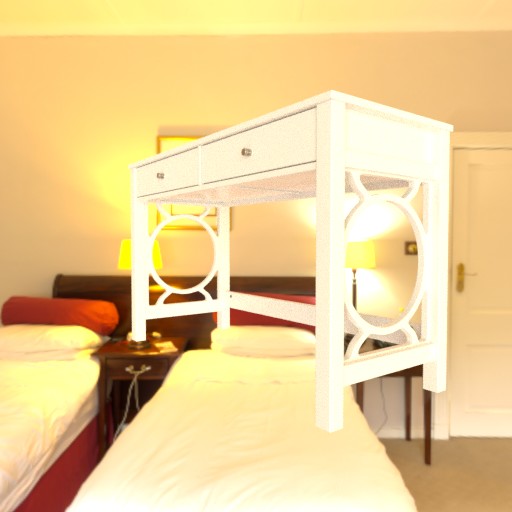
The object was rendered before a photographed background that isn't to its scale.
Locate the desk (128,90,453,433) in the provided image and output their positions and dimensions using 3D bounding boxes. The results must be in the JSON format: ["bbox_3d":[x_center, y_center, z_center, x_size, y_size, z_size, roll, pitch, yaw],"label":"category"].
[{"bbox_3d":[0.000,0.000,1.591,0.504,0.762,1.191,-1,2,-37],"label":"desk"}]
